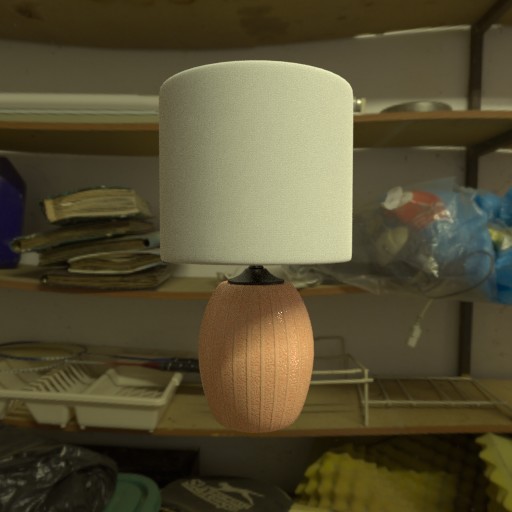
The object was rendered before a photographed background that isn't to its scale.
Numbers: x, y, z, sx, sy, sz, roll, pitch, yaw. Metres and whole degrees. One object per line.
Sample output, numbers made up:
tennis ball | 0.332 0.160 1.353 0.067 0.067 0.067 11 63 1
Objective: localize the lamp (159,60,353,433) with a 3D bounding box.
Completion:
lamp | 0.000 0.000 0.779 0.329 0.570 0.329 0 2 0
